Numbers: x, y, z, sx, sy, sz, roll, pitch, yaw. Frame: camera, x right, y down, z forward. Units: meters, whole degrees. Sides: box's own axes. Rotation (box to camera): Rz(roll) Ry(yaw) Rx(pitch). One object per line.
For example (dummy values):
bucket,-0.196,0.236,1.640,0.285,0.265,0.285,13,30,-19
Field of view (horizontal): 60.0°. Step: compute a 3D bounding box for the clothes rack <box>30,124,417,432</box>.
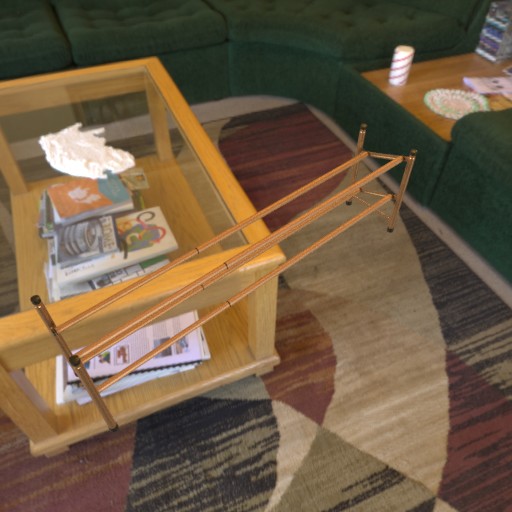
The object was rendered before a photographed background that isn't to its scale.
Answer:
clothes rack,0.000,0.000,1.332,1.168,0.349,0.229,-32,55,-26
